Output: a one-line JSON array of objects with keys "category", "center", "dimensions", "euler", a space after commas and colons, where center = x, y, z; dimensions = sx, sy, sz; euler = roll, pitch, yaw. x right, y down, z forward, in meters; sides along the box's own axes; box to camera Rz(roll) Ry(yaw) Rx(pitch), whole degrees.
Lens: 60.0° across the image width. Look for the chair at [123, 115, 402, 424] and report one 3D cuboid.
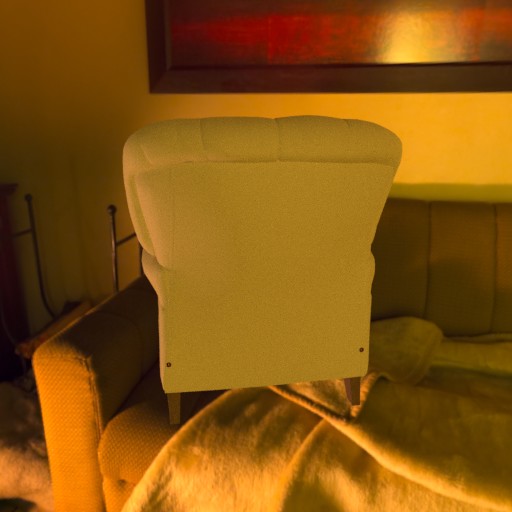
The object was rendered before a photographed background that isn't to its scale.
[{"category": "chair", "center": [0.000, 0.000, 2.000], "dimensions": [1.035, 1.169, 1.132], "euler": [-2, 15, -9]}]
